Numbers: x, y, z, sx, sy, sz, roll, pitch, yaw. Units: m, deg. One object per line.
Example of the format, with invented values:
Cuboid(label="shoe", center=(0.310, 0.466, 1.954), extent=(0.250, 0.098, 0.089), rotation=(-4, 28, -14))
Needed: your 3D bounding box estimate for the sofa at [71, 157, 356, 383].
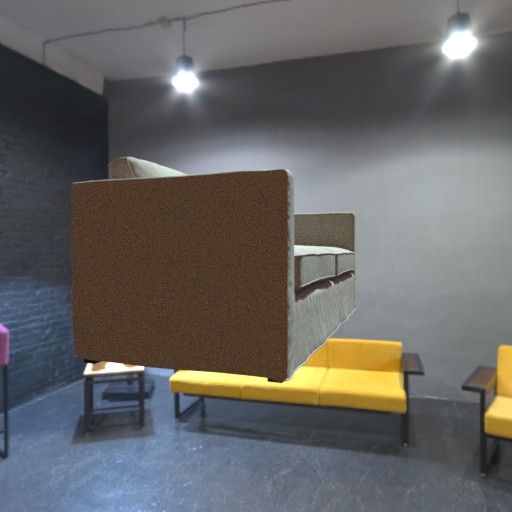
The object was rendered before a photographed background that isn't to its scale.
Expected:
Cuboid(label="sofa", center=(0.000, 0.000, 2.568), extent=(0.940, 0.870, 1.987), rotation=(0, 1, 19))
